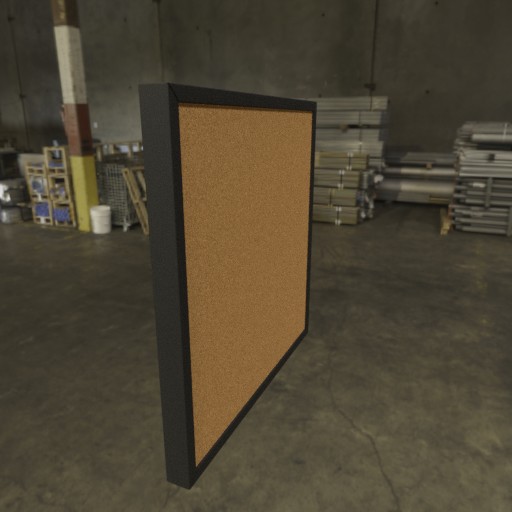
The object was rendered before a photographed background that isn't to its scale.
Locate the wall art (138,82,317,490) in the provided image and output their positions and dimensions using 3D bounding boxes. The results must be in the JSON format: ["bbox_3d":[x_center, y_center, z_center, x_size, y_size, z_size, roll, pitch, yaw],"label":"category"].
[{"bbox_3d":[0.000,0.000,0.744,0.037,0.508,0.508,8,18,23],"label":"wall art"}]
